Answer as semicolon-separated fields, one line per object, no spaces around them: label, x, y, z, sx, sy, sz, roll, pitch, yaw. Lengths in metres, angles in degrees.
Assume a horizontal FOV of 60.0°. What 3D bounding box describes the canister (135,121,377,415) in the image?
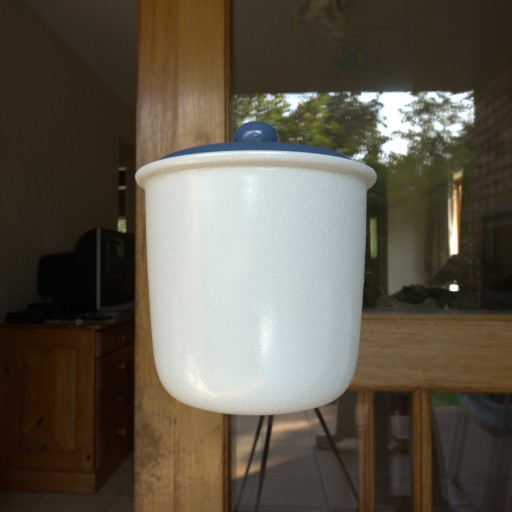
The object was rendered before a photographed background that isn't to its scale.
canister;0.000;0.000;0.344;0.182;0.208;0.182;0;-1;0
